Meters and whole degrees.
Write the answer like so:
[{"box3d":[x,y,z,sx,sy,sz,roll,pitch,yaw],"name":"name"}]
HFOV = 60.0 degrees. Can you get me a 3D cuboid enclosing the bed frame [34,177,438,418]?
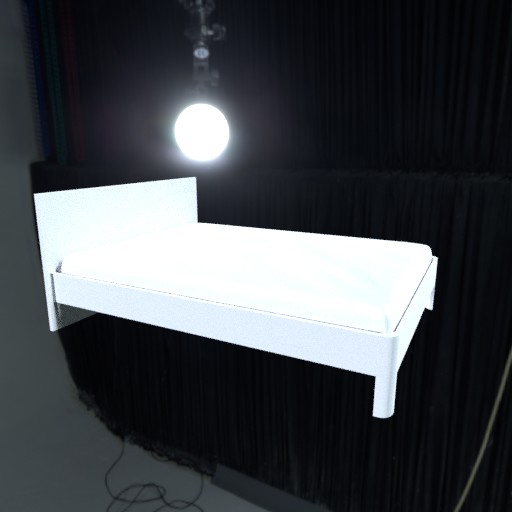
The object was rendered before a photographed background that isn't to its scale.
[{"box3d":[0.000,0.000,2.714,1.950,0.800,1.490,7,16,27],"name":"bed frame"}]
